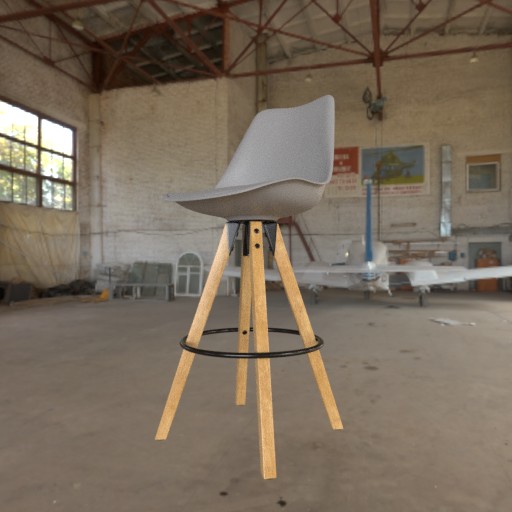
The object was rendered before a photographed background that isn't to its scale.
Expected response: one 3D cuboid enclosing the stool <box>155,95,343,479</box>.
[{"bbox_3d":[0.000,0.000,1.411,0.485,1.115,0.550,0,0,36],"label":"stool"}]
